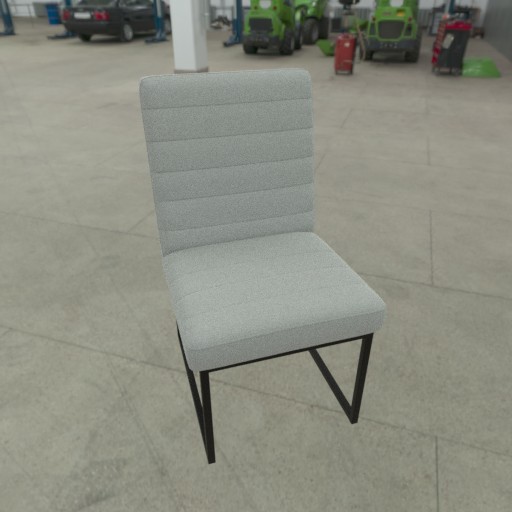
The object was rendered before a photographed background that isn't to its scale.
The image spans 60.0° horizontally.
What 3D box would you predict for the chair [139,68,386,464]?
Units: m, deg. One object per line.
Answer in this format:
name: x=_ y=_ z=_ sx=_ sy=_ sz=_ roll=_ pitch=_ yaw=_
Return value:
chair: x=0.000 y=0.000 z=1.295 sx=0.520 sy=0.930 sz=0.634 roll=-9 pitch=33 yaw=-15
